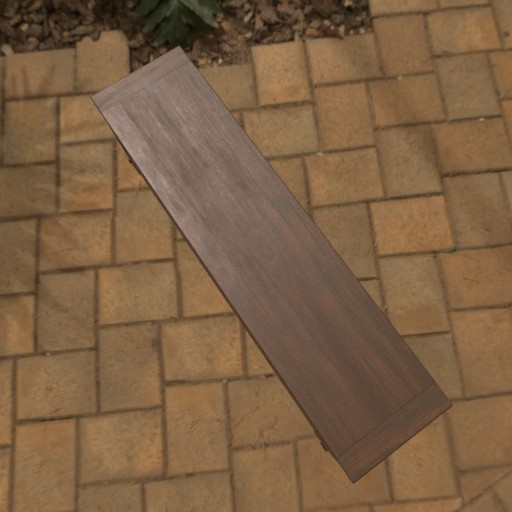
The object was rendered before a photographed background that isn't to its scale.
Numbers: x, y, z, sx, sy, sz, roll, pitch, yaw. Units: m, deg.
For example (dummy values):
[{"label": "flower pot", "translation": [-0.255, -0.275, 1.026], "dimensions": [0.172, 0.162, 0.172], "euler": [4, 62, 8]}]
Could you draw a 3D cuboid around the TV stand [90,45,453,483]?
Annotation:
[{"label": "TV stand", "translation": [0.000, 0.000, 2.063], "dimensions": [0.471, 0.615, 1.866], "euler": [-34, 78, -8]}]
